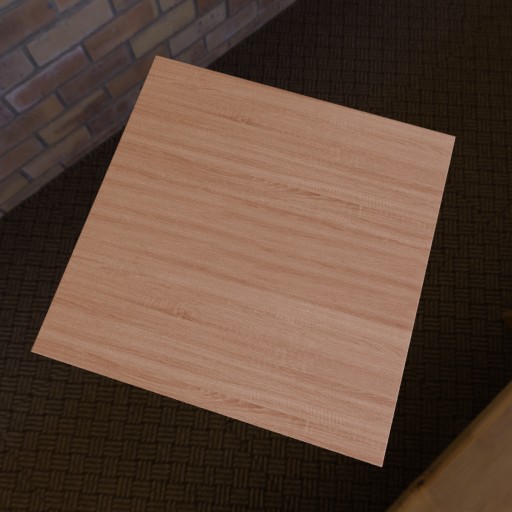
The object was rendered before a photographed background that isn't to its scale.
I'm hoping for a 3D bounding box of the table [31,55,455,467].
[{"bbox_3d":[0.000,0.000,1.026,0.670,0.305,0.670,17,77,4],"label":"table"}]
